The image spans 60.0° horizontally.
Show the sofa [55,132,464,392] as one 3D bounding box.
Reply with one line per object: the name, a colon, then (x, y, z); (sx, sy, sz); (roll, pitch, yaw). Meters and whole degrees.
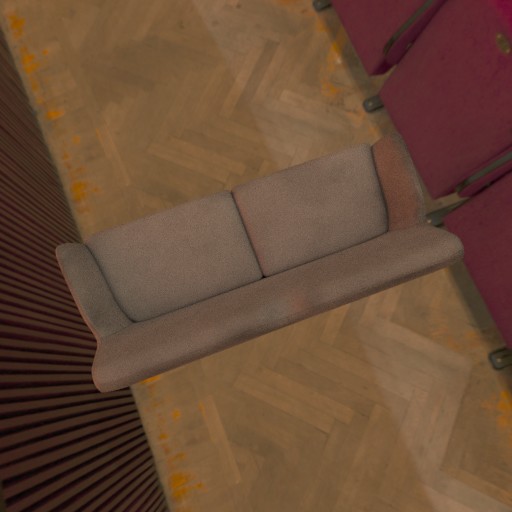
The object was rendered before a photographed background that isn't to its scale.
sofa: (0.000, 0.000, 2.330); (1.870, 0.810, 0.850); (-20, 76, -5)
